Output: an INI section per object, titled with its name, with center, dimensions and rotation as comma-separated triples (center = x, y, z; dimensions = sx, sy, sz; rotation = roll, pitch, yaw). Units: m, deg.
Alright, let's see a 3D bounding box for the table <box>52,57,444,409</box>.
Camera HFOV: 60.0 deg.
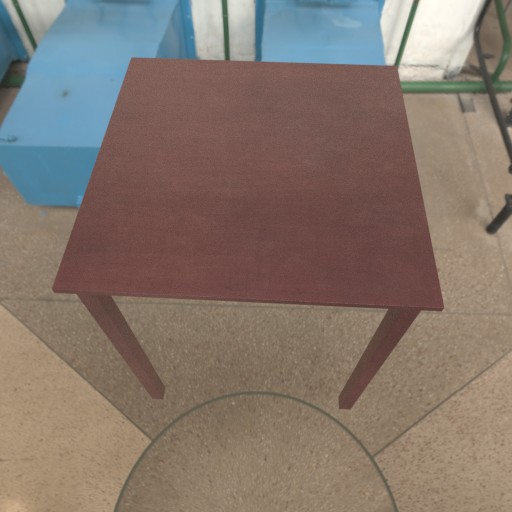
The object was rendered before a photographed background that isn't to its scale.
[table]
center = 0.000, 0.000, 1.618
dimensions = 0.861, 0.991, 0.861
rotation = 3, 57, 2
